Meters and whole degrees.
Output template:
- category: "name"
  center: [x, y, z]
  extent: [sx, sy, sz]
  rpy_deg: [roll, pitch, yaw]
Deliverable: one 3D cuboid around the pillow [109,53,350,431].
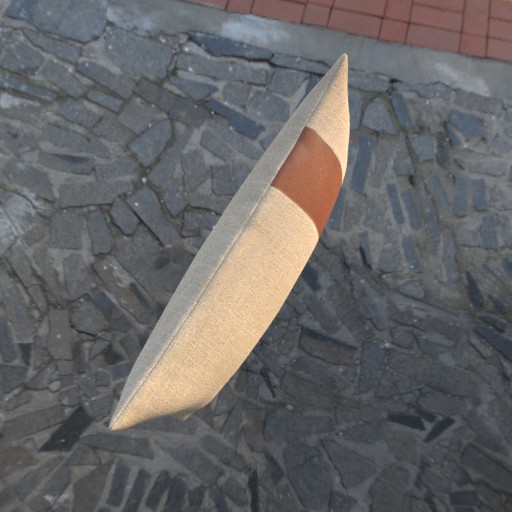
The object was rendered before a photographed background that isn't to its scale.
- category: "pillow"
  center: [0.000, 0.000, 0.729]
  extent: [0.155, 0.282, 0.612]
  rpy_deg: [30, 78, 7]
